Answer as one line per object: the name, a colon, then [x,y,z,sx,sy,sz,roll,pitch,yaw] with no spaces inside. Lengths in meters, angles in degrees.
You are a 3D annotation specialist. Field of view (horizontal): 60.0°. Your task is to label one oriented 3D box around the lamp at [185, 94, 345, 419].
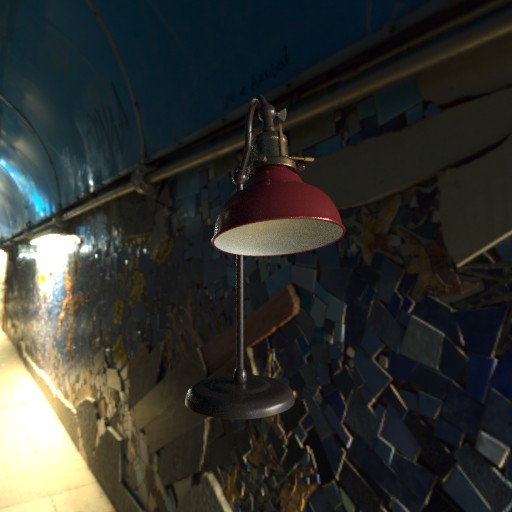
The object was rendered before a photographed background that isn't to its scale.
lamp: [0.000,0.000,0.701,0.192,0.508,0.374,0,-1,-18]
